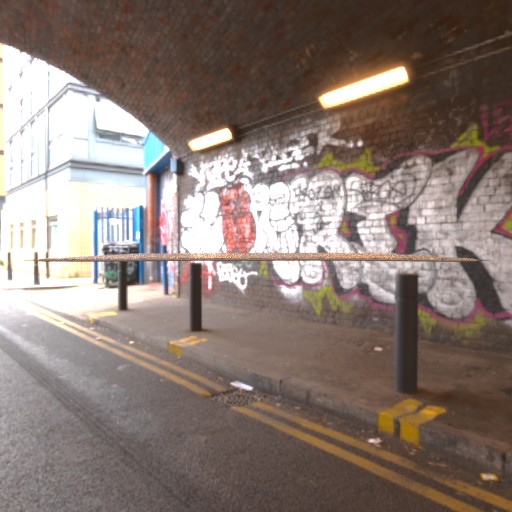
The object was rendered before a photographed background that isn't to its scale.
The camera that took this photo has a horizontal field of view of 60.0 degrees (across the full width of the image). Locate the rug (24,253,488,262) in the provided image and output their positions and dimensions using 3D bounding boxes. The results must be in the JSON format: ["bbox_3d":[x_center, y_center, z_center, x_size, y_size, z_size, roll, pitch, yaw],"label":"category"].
[{"bbox_3d":[0.000,0.000,4.787,3.585,0.036,2.892,0,1,0],"label":"rug"}]
